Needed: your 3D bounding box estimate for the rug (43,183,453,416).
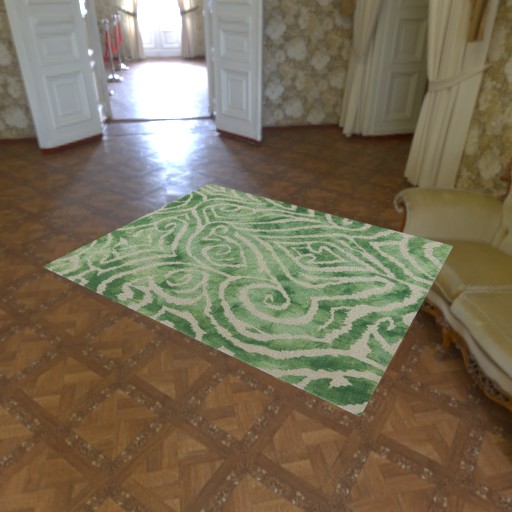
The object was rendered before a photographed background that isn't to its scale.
[{"bbox_3d":[0.000,0.000,4.202,3.045,0.007,2.436,18,35,28],"label":"rug"}]
